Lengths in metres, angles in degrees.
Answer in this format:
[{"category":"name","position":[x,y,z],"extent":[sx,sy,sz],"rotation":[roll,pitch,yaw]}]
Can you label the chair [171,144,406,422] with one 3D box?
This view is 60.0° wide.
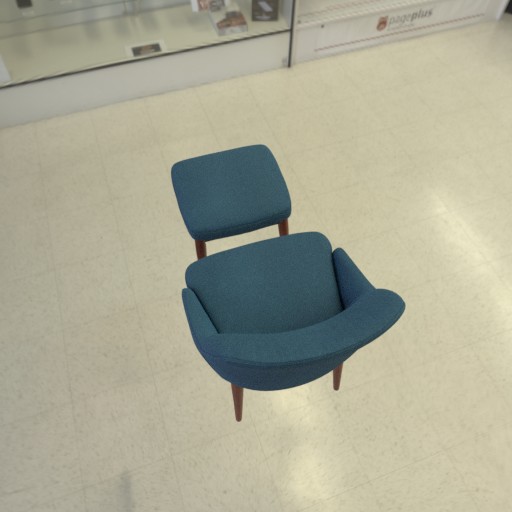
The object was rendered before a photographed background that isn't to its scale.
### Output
[{"category":"chair","position":[0.000,0.000,1.610],"extent":[0.584,0.866,1.114],"rotation":[-15,59,-9]}]
